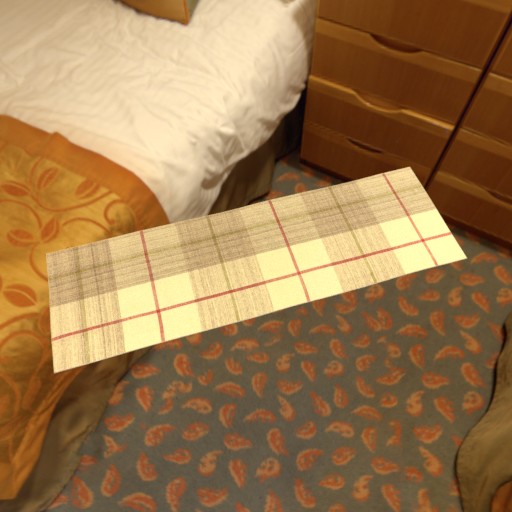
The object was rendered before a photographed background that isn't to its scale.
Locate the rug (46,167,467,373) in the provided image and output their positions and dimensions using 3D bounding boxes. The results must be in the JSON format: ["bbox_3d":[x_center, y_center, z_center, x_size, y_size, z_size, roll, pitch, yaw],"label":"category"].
[{"bbox_3d":[0.000,0.000,2.688,2.439,0.013,0.762,-14,60,-8],"label":"rug"}]
